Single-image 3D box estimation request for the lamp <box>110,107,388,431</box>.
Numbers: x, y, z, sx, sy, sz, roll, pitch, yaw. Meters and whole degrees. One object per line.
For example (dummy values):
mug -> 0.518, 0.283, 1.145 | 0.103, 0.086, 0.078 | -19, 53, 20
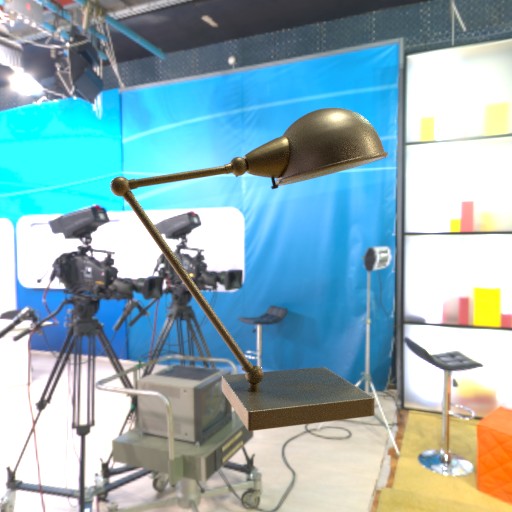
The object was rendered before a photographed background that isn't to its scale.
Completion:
lamp -> 0.000, 0.000, 0.544 | 0.339, 0.371, 0.149 | 0, 2, -16
